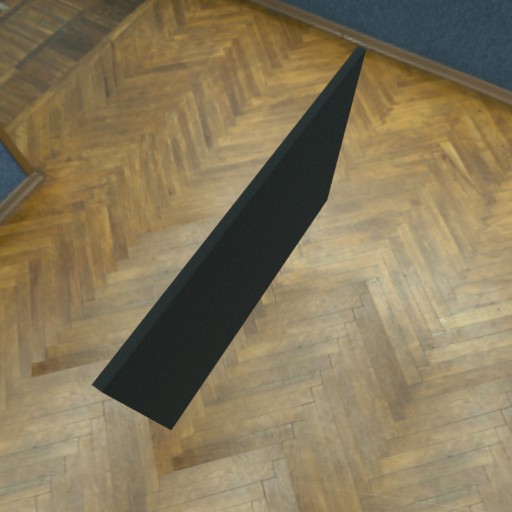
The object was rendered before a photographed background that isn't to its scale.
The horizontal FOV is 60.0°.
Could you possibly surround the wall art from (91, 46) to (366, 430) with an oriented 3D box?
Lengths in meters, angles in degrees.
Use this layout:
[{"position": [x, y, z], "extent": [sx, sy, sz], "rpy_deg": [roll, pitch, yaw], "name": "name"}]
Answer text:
[{"position": [0.000, 0.000, 1.192], "extent": [0.026, 0.656, 0.958], "rpy_deg": [30, 67, 14], "name": "wall art"}]
